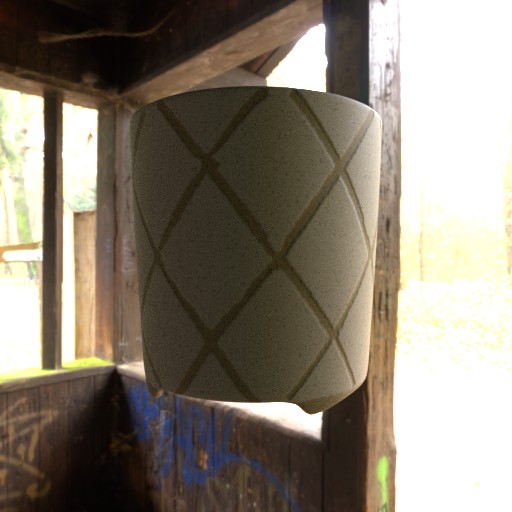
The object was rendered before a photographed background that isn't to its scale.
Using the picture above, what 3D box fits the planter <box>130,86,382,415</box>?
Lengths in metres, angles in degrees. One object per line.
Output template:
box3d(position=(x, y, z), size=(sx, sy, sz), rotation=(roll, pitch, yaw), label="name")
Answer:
box3d(position=(0.000, 0.000, 0.416), size=(0.228, 0.235, 0.228), rotation=(0, 0, 0), label="planter")
